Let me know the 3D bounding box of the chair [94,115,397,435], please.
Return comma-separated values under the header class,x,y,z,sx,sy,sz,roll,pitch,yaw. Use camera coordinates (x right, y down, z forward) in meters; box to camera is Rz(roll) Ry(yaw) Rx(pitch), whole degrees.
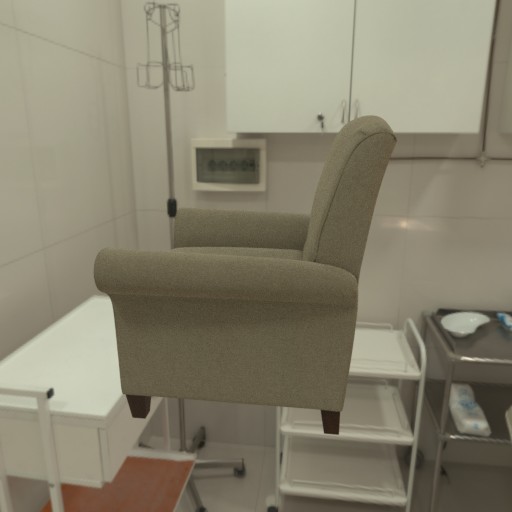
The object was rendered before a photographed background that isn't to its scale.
class,x,y,z,sx,sy,sz,roll,pitch,yaw
chair,0.000,0.000,1.764,0.905,1.061,0.978,2,15,7
